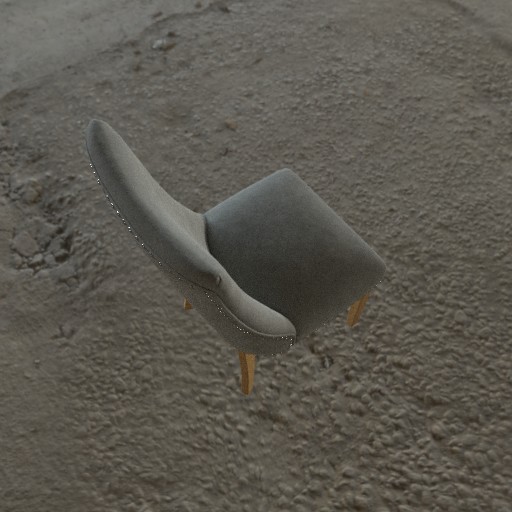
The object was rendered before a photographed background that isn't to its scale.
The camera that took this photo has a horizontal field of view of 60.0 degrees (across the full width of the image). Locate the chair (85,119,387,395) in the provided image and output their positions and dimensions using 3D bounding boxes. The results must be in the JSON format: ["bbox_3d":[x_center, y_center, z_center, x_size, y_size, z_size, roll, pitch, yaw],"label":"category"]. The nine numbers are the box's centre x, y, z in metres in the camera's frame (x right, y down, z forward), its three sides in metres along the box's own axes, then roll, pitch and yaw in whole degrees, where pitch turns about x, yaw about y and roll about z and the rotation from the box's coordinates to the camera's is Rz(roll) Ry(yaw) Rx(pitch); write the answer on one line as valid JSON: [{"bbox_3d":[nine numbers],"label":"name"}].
[{"bbox_3d":[0.000,0.000,1.246,0.610,0.902,0.495,-31,63,-18],"label":"chair"}]
